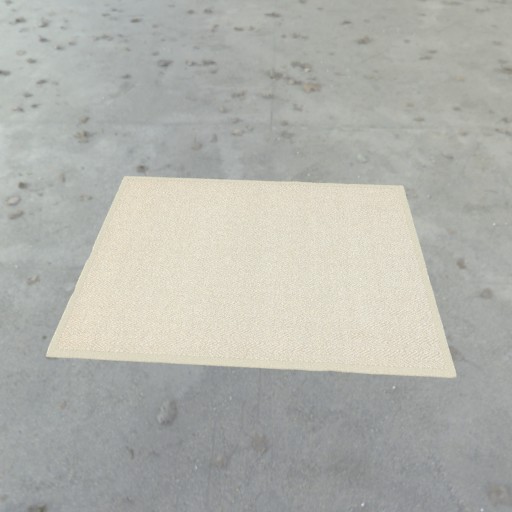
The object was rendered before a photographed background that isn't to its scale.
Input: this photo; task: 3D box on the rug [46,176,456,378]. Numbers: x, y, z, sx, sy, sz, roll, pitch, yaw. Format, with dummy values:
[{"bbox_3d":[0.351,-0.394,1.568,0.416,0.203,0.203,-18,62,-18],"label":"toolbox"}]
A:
[{"bbox_3d":[0.000,0.000,4.863,3.659,0.037,2.734,2,46,2],"label":"rug"}]
